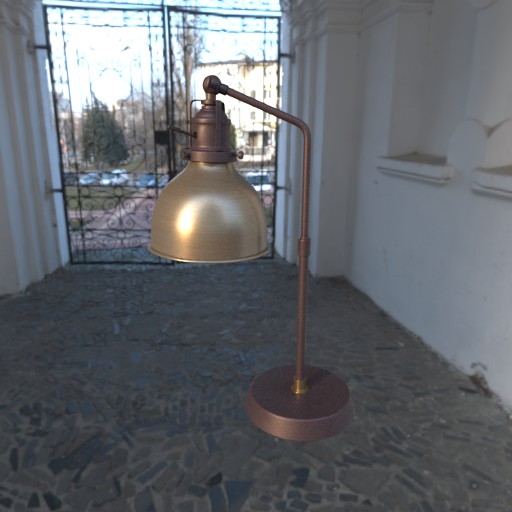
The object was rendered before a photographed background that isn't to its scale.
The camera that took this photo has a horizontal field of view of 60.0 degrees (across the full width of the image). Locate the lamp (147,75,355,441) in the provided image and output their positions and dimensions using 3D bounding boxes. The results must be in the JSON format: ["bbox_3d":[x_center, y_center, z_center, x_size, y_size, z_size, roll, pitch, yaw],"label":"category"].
[{"bbox_3d":[0.000,0.000,0.615,0.298,0.469,0.175,2,16,7],"label":"lamp"}]
